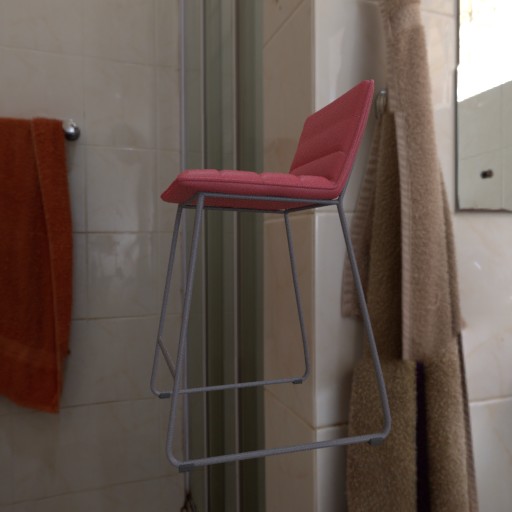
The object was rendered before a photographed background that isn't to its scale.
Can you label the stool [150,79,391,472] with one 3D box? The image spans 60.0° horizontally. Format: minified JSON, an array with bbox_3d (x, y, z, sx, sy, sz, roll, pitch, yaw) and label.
[{"bbox_3d":[0.000,0.000,1.180,0.524,0.866,0.489,-1,2,-17],"label":"stool"}]
